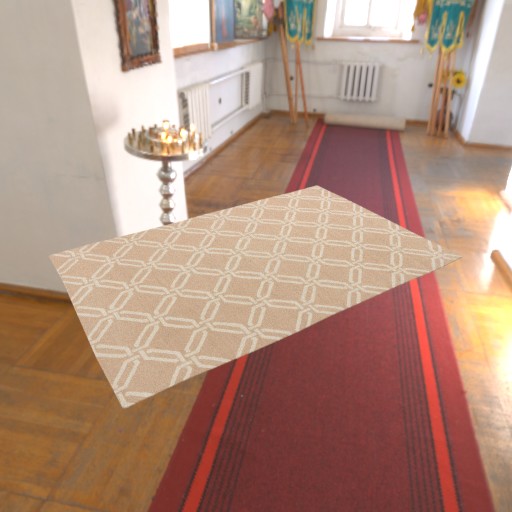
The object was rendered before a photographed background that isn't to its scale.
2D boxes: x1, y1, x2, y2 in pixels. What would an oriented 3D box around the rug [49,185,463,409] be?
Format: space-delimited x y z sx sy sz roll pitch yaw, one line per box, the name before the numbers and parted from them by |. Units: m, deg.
rug | 0.000 0.000 2.214 1.745 0.010 1.146 -18 35 -28
